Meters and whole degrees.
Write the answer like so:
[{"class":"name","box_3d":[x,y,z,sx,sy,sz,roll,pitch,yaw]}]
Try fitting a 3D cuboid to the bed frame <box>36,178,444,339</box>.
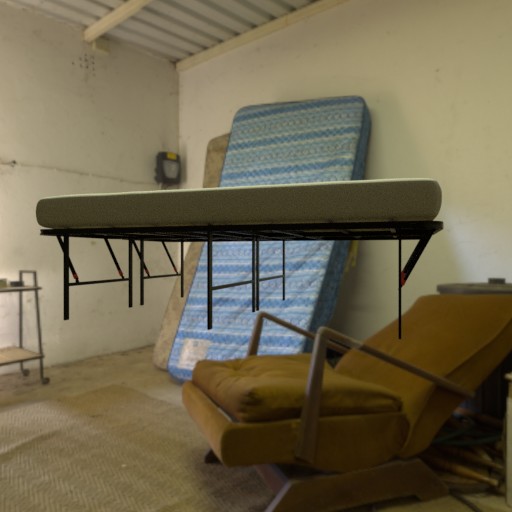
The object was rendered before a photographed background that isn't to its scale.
[{"class":"bed frame","box_3d":[0.000,0.000,2.557,1.905,0.637,1.372,0,0,18]}]
